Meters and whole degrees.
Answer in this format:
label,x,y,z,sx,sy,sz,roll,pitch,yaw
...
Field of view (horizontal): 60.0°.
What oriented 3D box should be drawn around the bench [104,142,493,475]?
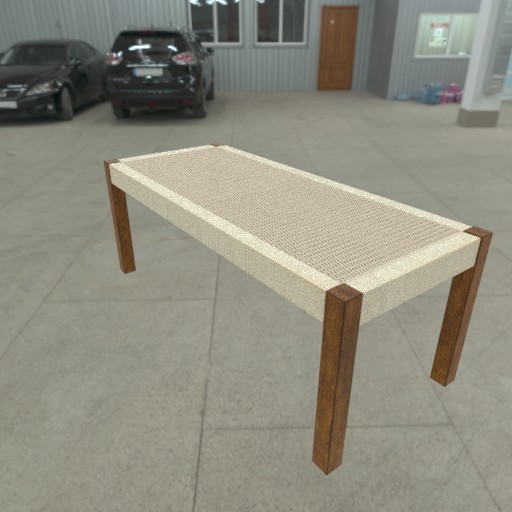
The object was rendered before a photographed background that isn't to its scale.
label,x,y,z,sx,sy,sz,roll,pitch,yaw
bench,0.000,0.000,1.444,0.507,0.457,1.198,-19,32,-32
